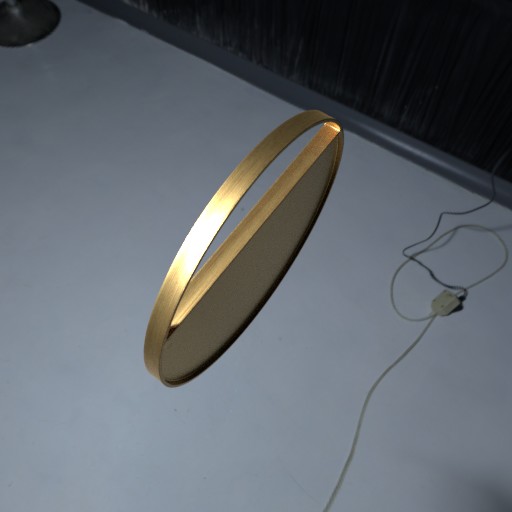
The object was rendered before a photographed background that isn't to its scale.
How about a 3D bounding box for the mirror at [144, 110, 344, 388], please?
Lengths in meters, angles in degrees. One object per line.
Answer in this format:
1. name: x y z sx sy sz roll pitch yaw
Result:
1. mirror: 0.000 0.000 0.841 0.032 0.565 0.565 33 68 15
